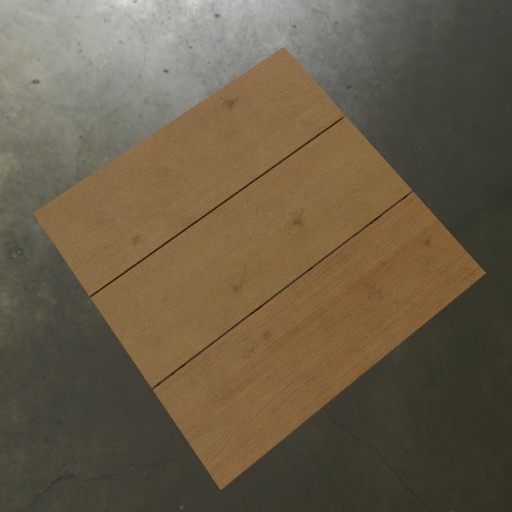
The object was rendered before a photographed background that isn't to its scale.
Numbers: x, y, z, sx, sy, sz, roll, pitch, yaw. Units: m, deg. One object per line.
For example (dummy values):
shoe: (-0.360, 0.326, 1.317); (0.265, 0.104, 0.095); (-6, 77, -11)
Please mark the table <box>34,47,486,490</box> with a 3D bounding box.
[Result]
table: (0.000, 0.000, 1.702); (1.100, 0.400, 1.100); (-36, 79, -8)
